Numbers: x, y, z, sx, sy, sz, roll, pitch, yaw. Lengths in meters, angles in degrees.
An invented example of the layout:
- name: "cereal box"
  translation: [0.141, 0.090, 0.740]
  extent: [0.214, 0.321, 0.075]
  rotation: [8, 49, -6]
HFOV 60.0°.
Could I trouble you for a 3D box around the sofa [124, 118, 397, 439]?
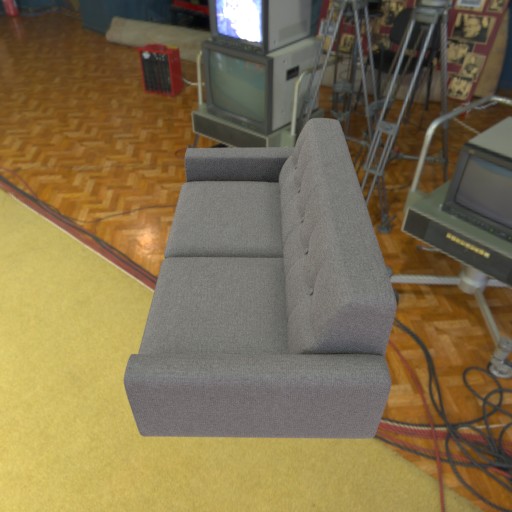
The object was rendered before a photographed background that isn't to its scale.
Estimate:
- name: "sofa"
  translation: [0.000, 0.000, 2.143]
  extent: [0.909, 0.841, 1.631]
  rotation: [0, 40, 0]
